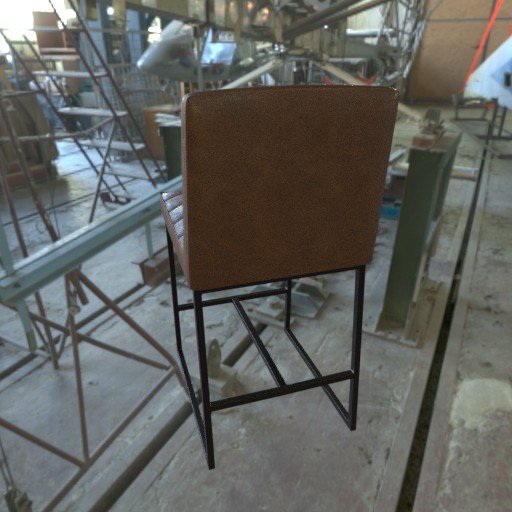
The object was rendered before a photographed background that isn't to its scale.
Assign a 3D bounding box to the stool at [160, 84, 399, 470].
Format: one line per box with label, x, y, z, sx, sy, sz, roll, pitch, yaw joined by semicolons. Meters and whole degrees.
stool;0.000;0.000;1.258;0.463;0.942;0.562;-8;26;-16
